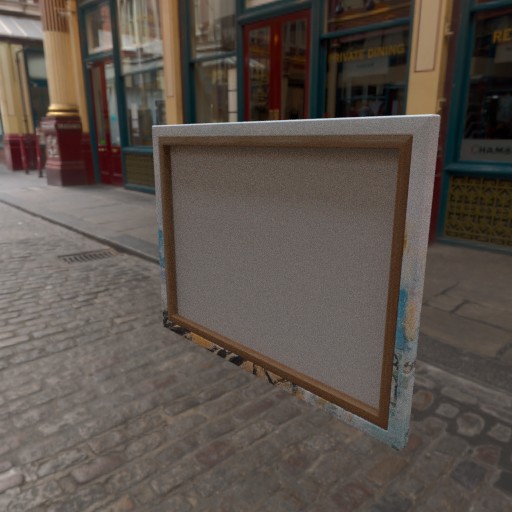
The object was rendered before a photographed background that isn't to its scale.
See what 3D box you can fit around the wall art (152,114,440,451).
[{"bbox_3d":[0.000,0.000,1.314,0.038,0.762,1.016,-14,20,-42],"label":"wall art"}]
